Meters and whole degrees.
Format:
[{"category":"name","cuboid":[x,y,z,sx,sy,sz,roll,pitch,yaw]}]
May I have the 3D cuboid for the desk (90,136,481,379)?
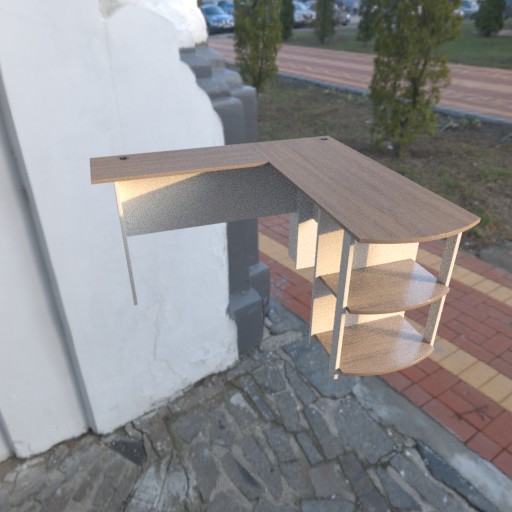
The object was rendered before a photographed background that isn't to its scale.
[{"category":"desk","cuboid":[0.000,0.000,2.110,1.361,0.716,1.303,-10,31,-16]}]
